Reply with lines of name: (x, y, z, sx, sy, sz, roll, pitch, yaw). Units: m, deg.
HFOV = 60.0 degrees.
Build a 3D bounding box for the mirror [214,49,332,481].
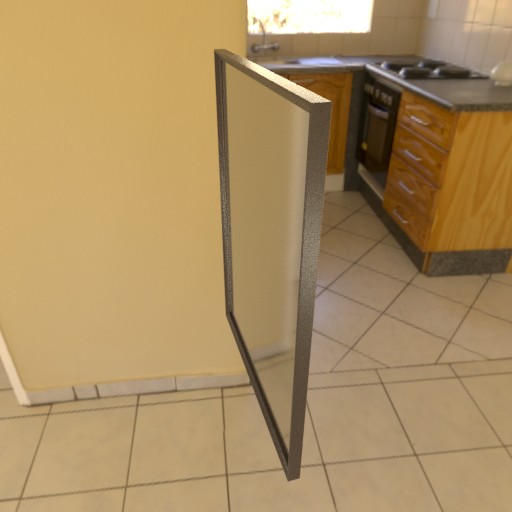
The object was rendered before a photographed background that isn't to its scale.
mirror: (0.000, 0.000, 1.285, 0.041, 1.016, 0.762, -9, 32, -14)
